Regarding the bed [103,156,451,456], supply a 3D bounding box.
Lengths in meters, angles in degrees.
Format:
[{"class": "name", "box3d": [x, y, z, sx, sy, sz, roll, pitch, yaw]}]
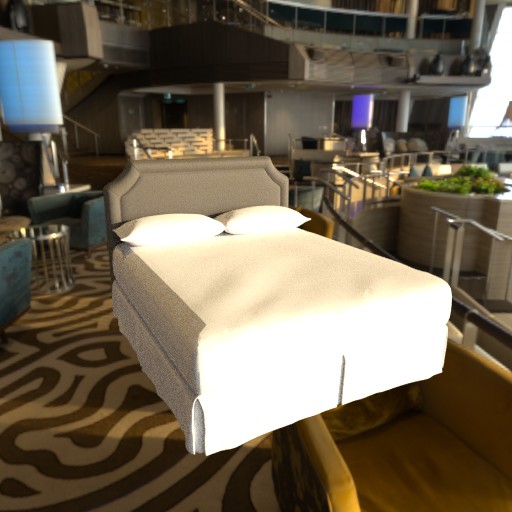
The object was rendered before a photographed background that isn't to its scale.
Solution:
[{"class": "bed", "box3d": [0.000, 0.000, 3.901, 2.194, 1.561, 2.536, -8, 18, -27]}]
